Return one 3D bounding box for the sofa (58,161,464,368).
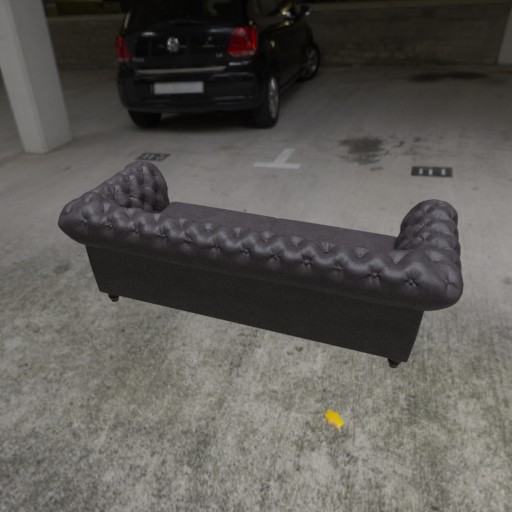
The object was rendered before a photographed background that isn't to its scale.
[{"bbox_3d":[0.000,0.000,2.902,2.385,0.783,0.944,11,34,16],"label":"sofa"}]
